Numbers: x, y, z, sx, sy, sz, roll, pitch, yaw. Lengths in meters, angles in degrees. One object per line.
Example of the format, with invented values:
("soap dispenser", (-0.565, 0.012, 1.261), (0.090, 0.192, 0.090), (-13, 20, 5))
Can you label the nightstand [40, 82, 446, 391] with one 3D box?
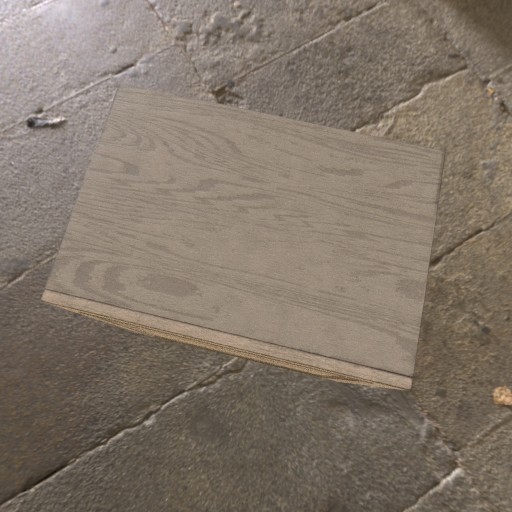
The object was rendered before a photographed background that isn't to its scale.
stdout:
("nightstand", (0.000, 0.000, 1.088), (0.612, 0.673, 0.483), (13, 76, 3))
